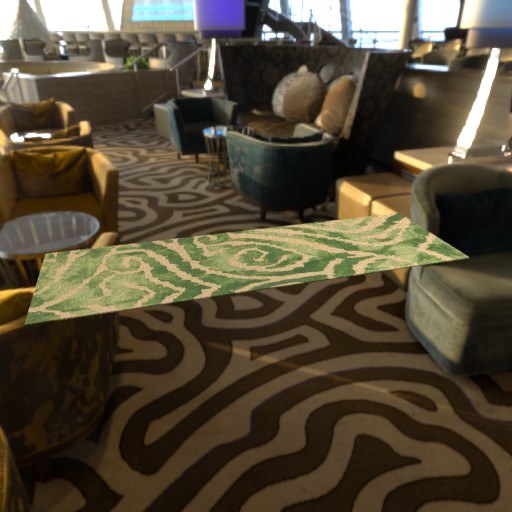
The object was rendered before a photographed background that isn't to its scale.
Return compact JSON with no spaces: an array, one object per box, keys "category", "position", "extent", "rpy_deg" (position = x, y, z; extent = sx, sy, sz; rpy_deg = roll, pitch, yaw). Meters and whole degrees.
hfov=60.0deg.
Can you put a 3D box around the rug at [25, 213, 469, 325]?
[{"category":"rug","position":[0.000,0.000,2.669],"extent":[2.438,0.006,0.761],"rpy_deg":[-7,28,-14]}]
